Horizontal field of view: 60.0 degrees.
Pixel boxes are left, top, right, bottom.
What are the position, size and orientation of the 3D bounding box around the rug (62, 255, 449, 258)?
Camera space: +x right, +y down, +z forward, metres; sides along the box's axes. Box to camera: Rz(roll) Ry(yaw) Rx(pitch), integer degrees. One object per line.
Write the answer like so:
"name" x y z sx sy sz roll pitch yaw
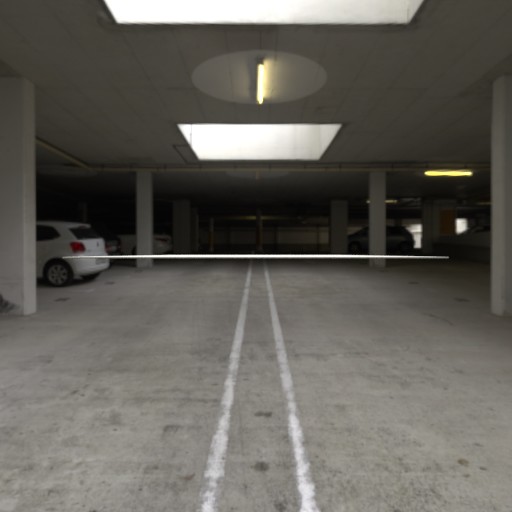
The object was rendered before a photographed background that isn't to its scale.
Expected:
"rug" 0.000 0.000 2.886 1.523 0.006 2.289 0 0 0
